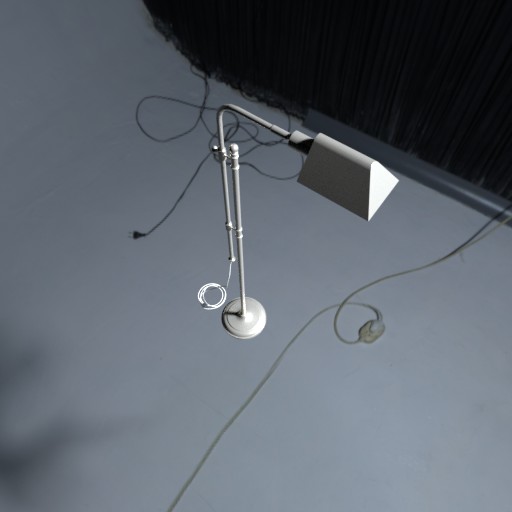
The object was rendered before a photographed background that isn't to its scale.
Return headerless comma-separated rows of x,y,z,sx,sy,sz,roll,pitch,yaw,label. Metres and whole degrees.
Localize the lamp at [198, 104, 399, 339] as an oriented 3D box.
0.000,0.000,1.841,0.813,1.571,0.256,33,64,18,lamp
